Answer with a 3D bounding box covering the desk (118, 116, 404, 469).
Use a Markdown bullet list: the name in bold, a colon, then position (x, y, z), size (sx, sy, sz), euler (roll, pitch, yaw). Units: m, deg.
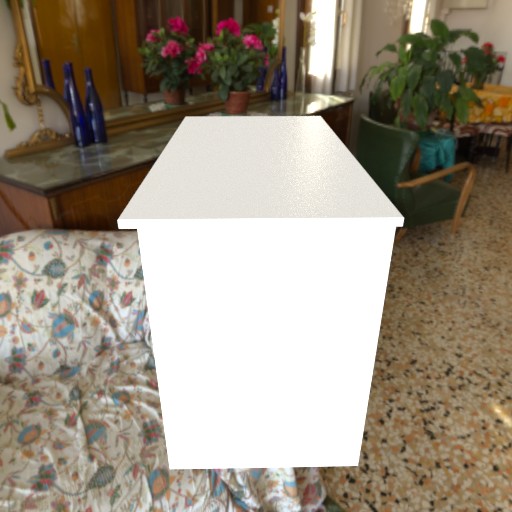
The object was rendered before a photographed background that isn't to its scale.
- **desk**: position (0.000, 0.000, 1.521), size (0.560, 0.735, 1.097), euler (-1, 28, -1)
